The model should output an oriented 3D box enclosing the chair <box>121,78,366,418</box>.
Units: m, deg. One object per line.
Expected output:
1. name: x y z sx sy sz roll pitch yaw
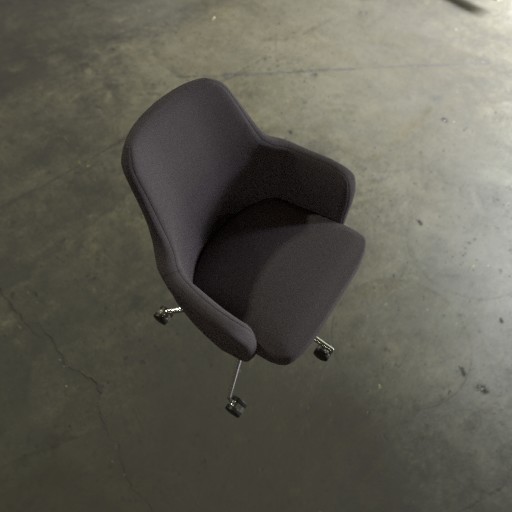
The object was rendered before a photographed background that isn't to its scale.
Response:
1. chair: 0.000 0.000 1.263 0.600 0.820 0.655 29 62 17
